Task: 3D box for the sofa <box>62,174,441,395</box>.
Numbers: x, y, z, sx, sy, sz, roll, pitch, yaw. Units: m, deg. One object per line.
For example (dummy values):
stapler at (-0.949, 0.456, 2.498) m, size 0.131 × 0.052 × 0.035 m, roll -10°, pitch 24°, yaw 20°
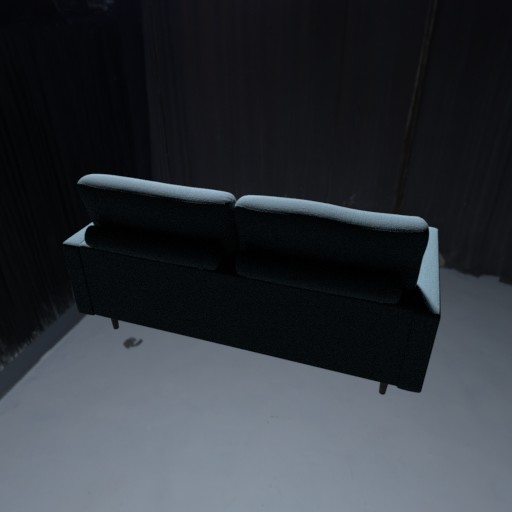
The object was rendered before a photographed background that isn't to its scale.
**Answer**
sofa at (0.000, 0.000, 2.635) m, size 2.010 × 1.050 × 0.966 m, roll 10°, pitch 32°, yaw 16°
